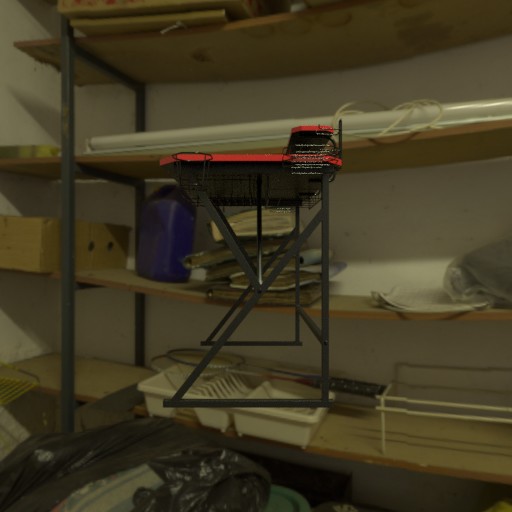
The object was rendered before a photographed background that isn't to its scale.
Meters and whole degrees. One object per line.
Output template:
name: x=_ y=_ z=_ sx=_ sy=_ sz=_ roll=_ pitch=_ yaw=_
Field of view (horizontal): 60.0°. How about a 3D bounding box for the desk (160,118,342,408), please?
desk: x=0.000 y=0.000 z=1.794 sx=0.588 sy=0.913 sz=1.280 roll=0 pitch=0 yaw=0
